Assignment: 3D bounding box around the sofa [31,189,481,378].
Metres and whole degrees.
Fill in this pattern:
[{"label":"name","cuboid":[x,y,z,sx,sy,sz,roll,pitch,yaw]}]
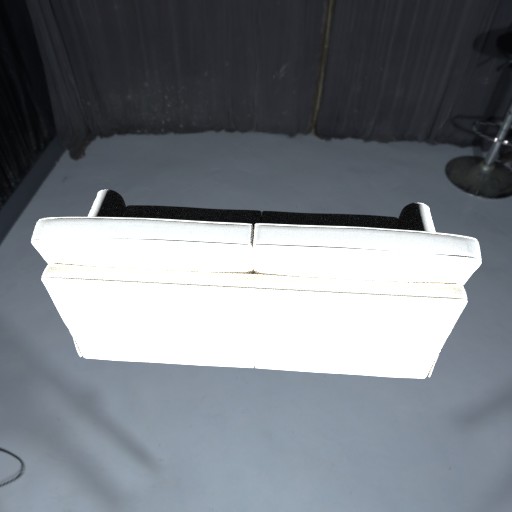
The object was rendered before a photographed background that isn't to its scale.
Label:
[{"label":"sofa","cuboid":[0.000,0.000,2.430,2.021,0.937,0.862,3,46,3]}]
